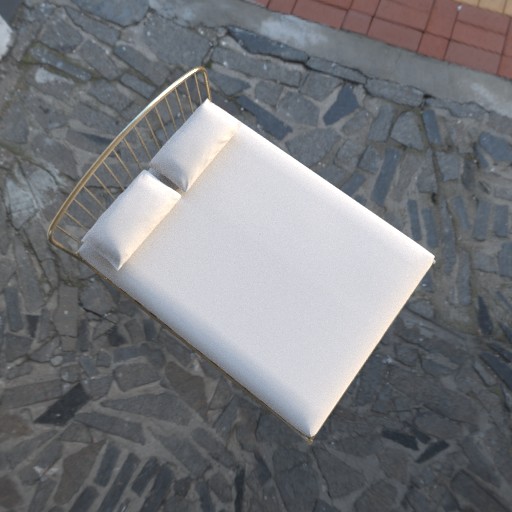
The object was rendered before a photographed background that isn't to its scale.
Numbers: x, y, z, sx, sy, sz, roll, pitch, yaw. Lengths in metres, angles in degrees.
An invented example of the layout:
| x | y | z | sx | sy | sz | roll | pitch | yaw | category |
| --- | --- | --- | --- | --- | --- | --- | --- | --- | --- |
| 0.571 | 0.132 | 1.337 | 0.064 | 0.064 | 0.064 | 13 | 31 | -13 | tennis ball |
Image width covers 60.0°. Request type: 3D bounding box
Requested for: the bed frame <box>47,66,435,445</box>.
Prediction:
| x | y | z | sx | sy | sz | roll | pitch | yaw | category |
| --- | --- | --- | --- | --- | --- | --- | --- | --- | --- |
| 0.000 | 0.000 | 3.187 | 2.152 | 1.175 | 1.612 | 36 | 79 | 8 | bed frame |
